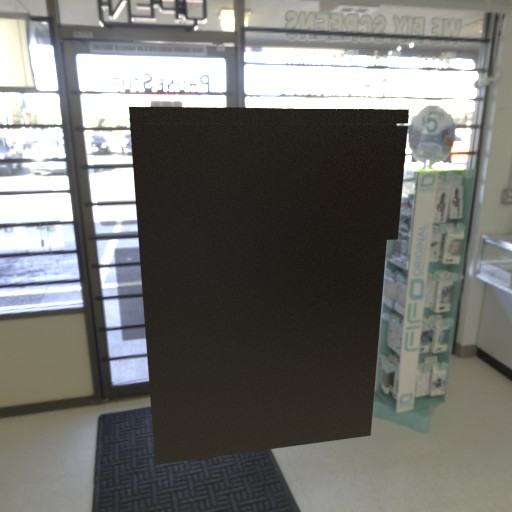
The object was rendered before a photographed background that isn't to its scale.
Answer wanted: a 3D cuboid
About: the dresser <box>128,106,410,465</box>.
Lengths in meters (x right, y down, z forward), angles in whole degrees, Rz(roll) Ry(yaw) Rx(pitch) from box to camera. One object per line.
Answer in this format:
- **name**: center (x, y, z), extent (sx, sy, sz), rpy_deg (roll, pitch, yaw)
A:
- **dresser**: center (0.000, 0.000, 0.768), extent (0.360, 0.470, 0.400), rpy_deg (-3, 16, -11)
